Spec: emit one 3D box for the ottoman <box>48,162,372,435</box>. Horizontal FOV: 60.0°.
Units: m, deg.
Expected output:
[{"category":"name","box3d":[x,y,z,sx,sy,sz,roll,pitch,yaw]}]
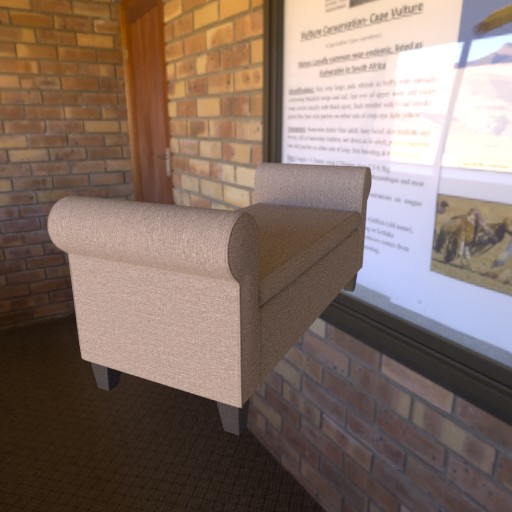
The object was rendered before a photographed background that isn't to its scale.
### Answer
[{"category":"ottoman","box3d":[0.000,0.000,1.560,0.521,0.547,1.256,8,18,25]}]
